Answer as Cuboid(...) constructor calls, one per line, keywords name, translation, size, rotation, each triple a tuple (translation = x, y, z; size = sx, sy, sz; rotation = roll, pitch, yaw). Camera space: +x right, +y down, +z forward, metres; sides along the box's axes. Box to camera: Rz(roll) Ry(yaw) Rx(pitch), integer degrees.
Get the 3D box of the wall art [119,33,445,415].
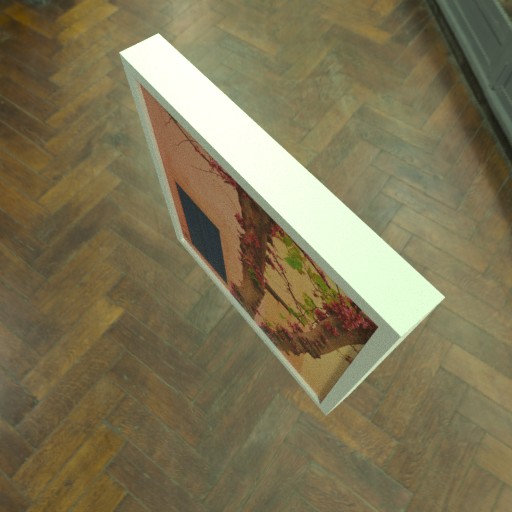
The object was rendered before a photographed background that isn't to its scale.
Cuboid(name="wall art", translation=(0.000, 0.000, 0.442), size=(0.038, 0.302, 0.305), rotation=(-36, 68, -17))
